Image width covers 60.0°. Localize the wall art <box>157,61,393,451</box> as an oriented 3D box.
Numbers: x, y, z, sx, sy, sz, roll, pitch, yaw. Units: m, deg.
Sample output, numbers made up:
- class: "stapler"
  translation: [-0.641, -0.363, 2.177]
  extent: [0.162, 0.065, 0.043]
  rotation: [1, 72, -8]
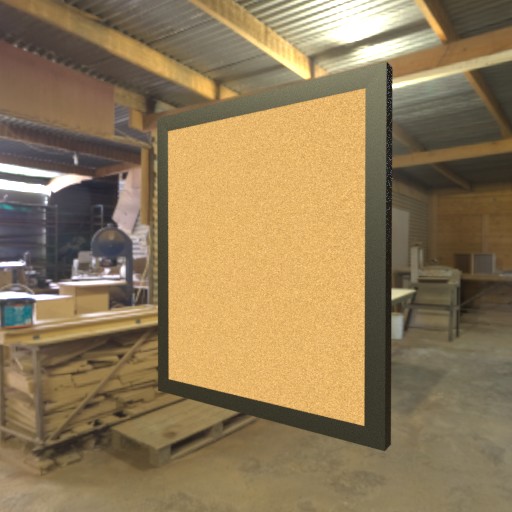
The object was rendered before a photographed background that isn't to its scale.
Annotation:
- class: "wall art"
  translation: [0.000, 0.000, 0.713]
  extent: [0.432, 0.508, 0.025]
  rotation: [1, 1, 35]
